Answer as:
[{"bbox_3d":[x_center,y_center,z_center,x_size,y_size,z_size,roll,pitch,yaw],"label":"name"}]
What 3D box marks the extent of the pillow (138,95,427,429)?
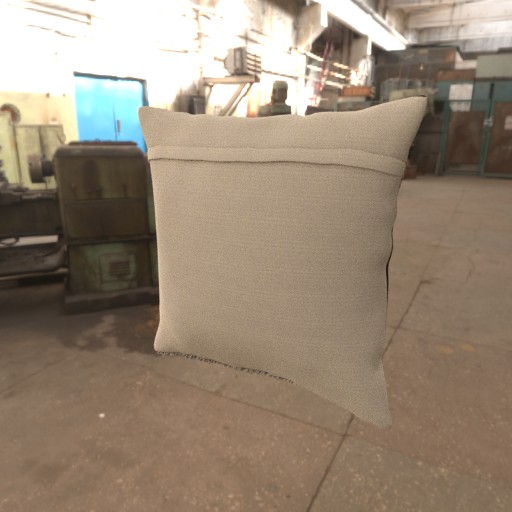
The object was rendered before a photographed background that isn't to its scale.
[{"bbox_3d":[0.000,0.000,0.710,0.475,0.473,0.178,9,19,29],"label":"pillow"}]
